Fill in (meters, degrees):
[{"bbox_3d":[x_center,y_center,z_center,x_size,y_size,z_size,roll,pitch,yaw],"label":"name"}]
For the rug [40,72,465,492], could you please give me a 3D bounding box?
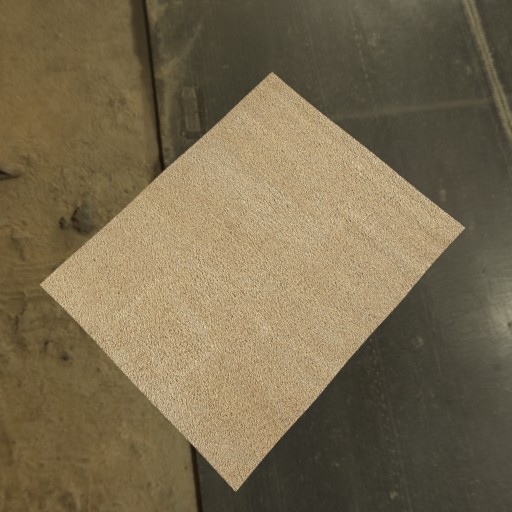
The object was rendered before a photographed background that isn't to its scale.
[{"bbox_3d":[0.000,0.000,3.971,2.400,0.025,3.000,42,79,10],"label":"rug"}]
